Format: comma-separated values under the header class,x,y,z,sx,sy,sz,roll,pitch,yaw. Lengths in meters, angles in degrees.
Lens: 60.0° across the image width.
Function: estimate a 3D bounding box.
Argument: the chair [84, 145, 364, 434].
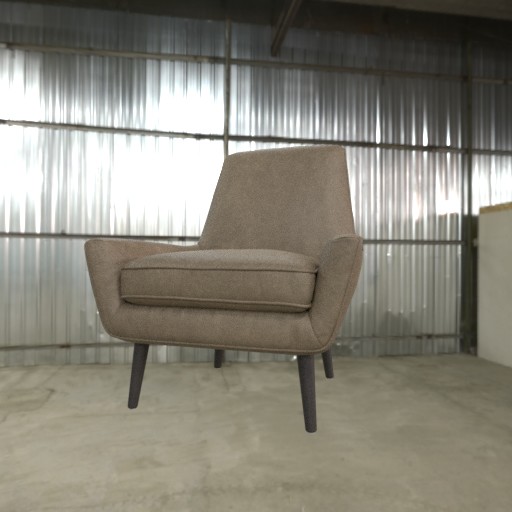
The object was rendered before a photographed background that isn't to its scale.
class,x,y,z,sx,sy,sz,roll,pitch,yaw
chair,0.000,0.000,1.510,0.787,0.888,0.824,0,0,19
